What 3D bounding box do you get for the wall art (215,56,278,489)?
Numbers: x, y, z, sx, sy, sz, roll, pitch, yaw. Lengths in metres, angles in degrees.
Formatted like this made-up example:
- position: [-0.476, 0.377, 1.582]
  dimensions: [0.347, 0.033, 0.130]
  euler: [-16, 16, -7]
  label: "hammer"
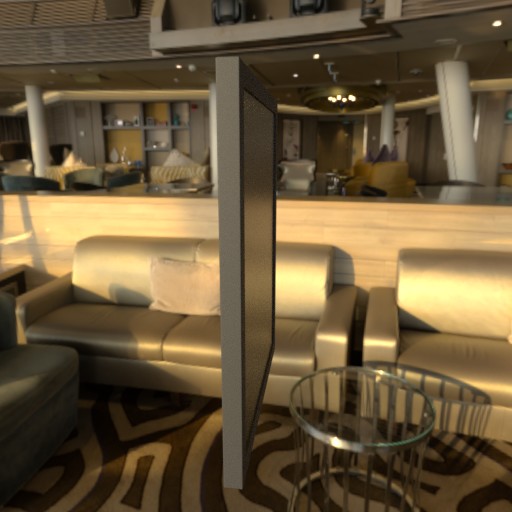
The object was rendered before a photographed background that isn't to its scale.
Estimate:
- position: [0.000, 0.000, 0.772]
  dimensions: [0.028, 0.558, 0.457]
  euler: [2, 13, 8]
  label: "wall art"
